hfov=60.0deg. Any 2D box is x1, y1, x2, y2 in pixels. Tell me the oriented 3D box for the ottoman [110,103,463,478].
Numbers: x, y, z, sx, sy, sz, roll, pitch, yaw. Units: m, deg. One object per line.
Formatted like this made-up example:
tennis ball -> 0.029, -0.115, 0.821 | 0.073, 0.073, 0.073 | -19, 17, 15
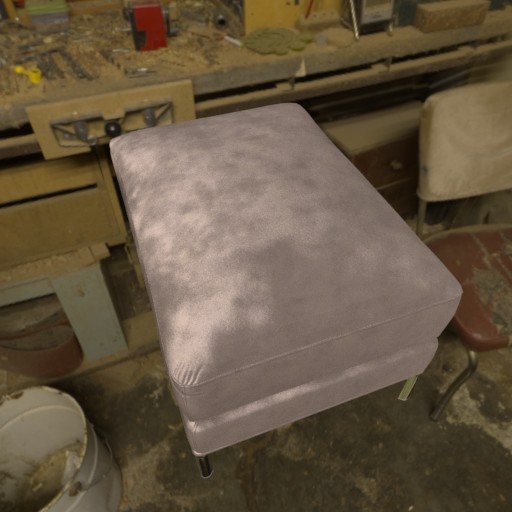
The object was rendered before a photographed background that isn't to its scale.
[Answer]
ottoman -> 0.000, 0.000, 1.037 | 0.520, 0.456, 0.719 | -15, 49, -14
